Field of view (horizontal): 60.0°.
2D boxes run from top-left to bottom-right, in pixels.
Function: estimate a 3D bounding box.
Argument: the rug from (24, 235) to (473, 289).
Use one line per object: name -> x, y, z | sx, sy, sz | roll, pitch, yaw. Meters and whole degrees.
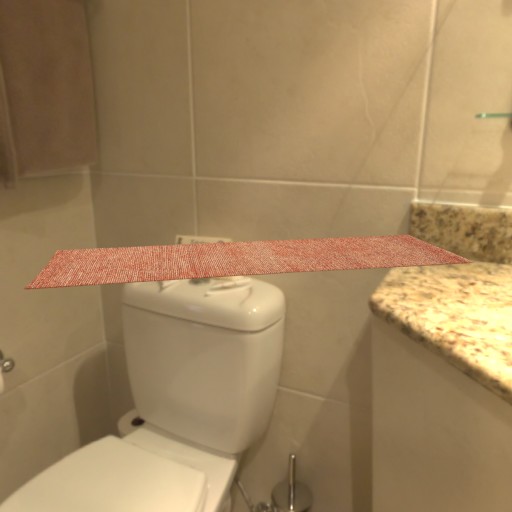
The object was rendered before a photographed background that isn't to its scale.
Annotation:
rug -> 0.000, 0.000, 2.598 | 2.353, 0.013, 0.718 | -3, 16, -10
